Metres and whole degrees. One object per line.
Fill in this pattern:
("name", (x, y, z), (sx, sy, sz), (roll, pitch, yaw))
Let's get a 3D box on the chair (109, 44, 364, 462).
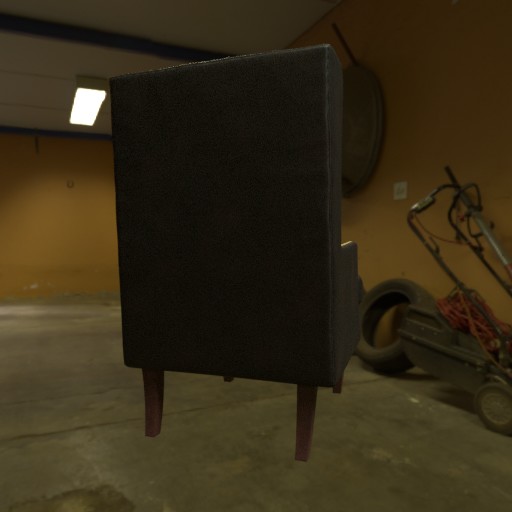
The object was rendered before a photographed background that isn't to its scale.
("chair", (0.000, 0.000, 1.616), (0.703, 1.142, 0.799), (0, 1, 19))
